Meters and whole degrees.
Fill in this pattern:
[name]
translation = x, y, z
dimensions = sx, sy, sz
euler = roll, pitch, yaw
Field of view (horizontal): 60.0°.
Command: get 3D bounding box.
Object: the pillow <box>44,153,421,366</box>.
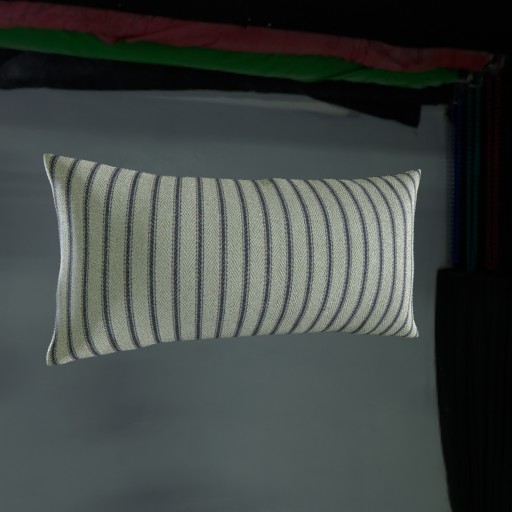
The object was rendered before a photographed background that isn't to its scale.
[pillow]
translation = 0.000, 0.000, 0.699
dimensions = 0.609, 0.305, 0.151
euler = 0, 0, -17
